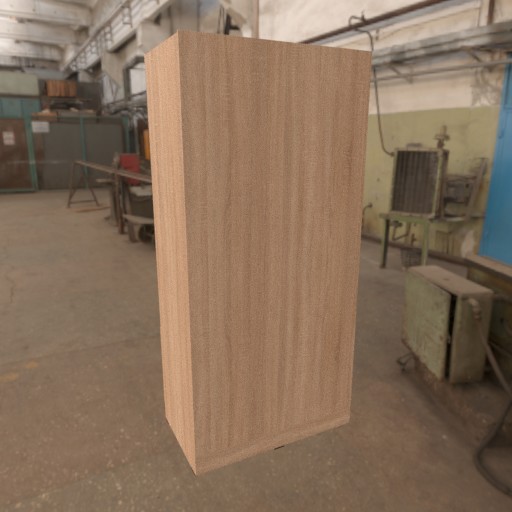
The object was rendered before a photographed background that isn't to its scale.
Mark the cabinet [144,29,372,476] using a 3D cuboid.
[{"bbox_3d":[0.000,0.000,2.507,1.001,2.121,0.590,-7,16,-26],"label":"cabinet"}]
